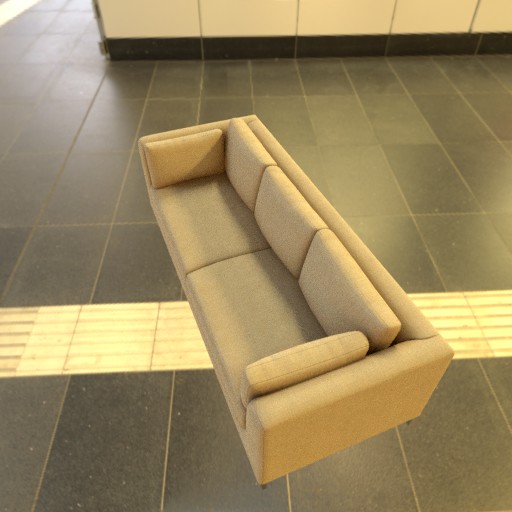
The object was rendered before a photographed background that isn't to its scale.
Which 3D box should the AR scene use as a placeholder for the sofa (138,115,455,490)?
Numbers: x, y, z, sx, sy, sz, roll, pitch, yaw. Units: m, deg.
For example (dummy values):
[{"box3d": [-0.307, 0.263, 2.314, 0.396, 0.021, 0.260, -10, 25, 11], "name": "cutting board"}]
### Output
[{"box3d": [0.000, 0.000, 2.879, 0.969, 0.867, 2.415, -16, 47, -16], "name": "sofa"}]
